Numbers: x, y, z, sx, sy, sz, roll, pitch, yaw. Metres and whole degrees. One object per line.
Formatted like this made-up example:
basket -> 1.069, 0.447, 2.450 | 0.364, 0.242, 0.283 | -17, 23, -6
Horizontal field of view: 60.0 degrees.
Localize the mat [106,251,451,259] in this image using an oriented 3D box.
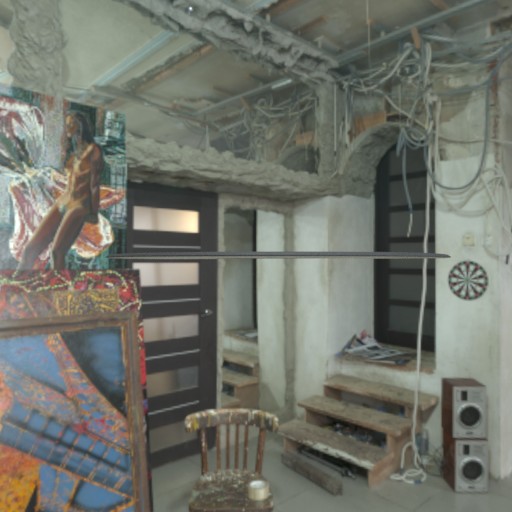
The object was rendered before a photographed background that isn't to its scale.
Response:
mat -> 0.000, 0.000, 1.815 | 1.525, 0.016, 0.917 | 0, -1, 18
